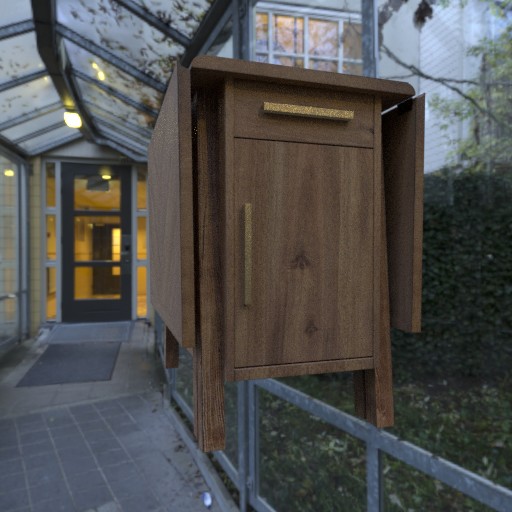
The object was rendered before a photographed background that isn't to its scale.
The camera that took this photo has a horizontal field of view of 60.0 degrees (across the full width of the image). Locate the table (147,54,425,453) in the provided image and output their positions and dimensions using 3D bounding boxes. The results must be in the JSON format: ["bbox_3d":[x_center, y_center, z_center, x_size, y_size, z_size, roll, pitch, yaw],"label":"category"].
[{"bbox_3d":[0.000,0.000,1.618,0.701,0.981,0.967,0,1,-18],"label":"table"}]
